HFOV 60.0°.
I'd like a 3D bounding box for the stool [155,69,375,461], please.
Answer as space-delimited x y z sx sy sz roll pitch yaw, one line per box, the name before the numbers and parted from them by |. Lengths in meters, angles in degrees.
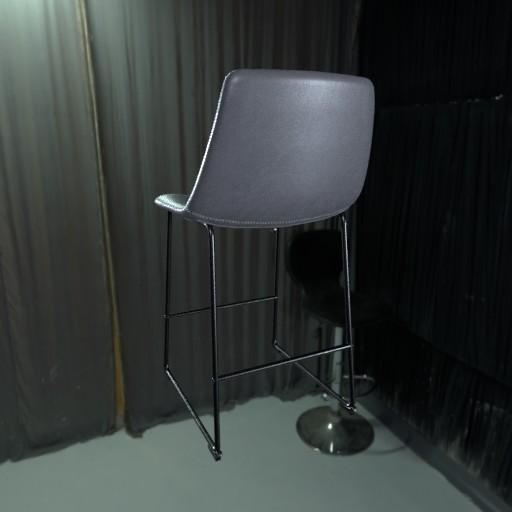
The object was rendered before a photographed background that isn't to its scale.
stool | 0.000 0.000 1.204 0.470 0.876 0.546 -8 17 -26
